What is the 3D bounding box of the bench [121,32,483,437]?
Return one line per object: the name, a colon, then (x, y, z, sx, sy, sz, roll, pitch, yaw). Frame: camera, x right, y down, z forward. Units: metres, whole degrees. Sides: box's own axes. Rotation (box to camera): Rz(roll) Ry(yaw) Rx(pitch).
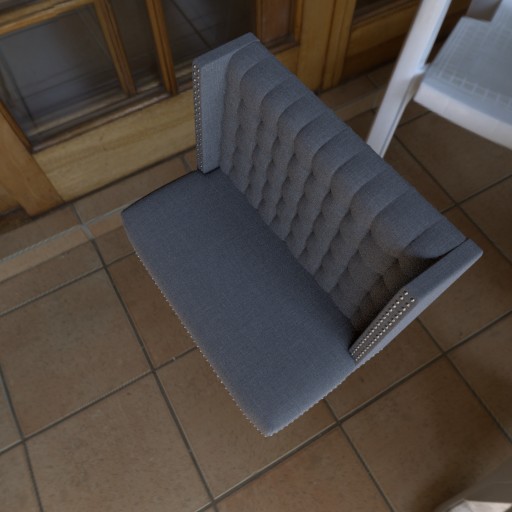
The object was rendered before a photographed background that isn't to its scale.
bench: (0.000, 0.000, 1.979, 0.842, 1.121, 1.276, -33, 68, -15)
